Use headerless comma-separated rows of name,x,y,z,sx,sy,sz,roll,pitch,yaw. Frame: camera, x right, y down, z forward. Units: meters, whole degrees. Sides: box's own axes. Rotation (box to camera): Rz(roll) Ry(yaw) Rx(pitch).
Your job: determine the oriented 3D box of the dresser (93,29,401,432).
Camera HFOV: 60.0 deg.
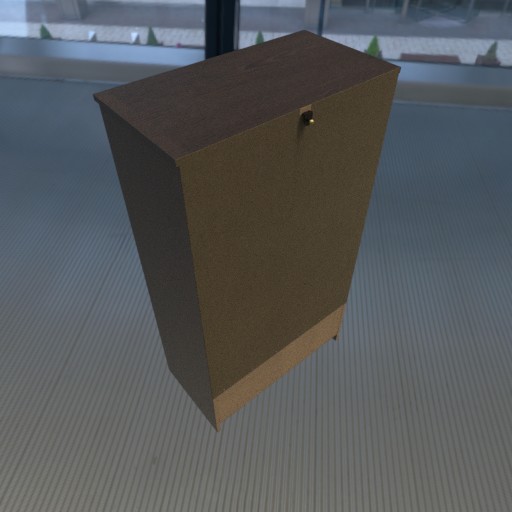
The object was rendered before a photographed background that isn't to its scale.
dresser,0.000,0.000,1.562,0.704,1.254,0.418,-30,52,-27
